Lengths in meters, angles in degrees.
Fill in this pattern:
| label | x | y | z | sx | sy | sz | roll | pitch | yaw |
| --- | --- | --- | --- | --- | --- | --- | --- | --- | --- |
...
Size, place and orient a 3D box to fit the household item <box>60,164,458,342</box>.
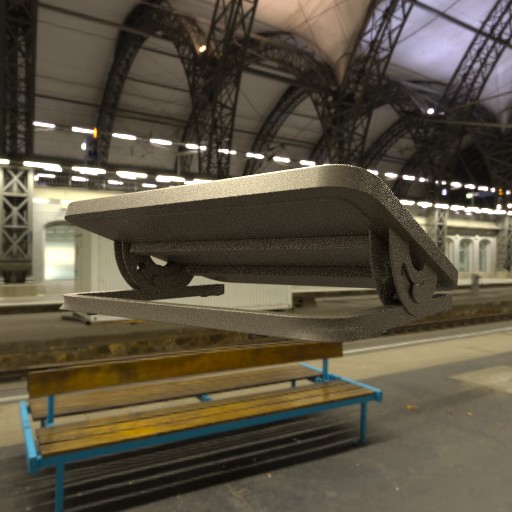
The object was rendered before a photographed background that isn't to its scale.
| label | x | y | z | sx | sy | sz | roll | pitch | yaw |
| --- | --- | --- | --- | --- | --- | --- | --- | --- | --- |
| household item | 0.000 | 0.000 | 0.522 | 0.390 | 0.126 | 0.301 | 0 | -1 | 37 |
